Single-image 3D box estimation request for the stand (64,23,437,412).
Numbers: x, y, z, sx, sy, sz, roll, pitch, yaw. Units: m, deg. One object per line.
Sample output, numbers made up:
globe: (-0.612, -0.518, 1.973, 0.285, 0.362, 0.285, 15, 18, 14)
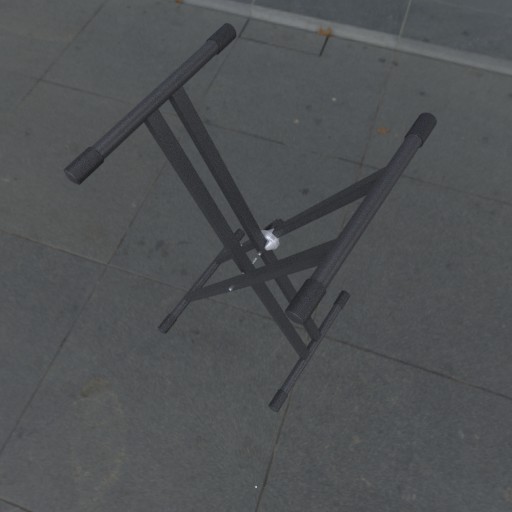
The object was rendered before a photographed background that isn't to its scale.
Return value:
stand: (0.000, 0.000, 1.199, 0.503, 0.900, 0.495, 31, 67, 15)
